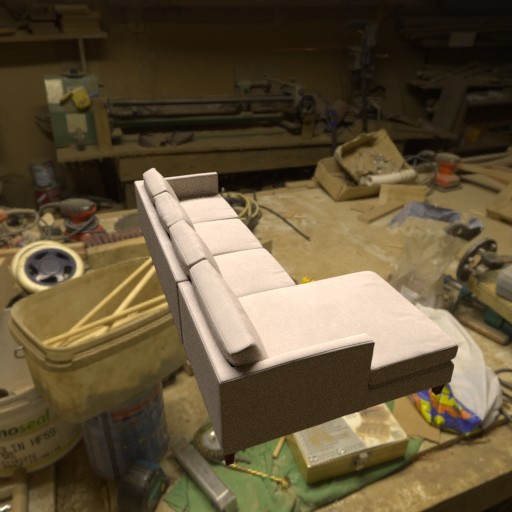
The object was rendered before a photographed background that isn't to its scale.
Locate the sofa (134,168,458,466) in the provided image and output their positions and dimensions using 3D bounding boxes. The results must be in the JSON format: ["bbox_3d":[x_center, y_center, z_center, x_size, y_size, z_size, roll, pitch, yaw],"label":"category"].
[{"bbox_3d":[0.000,0.000,3.880,1.625,0.846,3.186,-11,31,-18],"label":"sofa"}]
